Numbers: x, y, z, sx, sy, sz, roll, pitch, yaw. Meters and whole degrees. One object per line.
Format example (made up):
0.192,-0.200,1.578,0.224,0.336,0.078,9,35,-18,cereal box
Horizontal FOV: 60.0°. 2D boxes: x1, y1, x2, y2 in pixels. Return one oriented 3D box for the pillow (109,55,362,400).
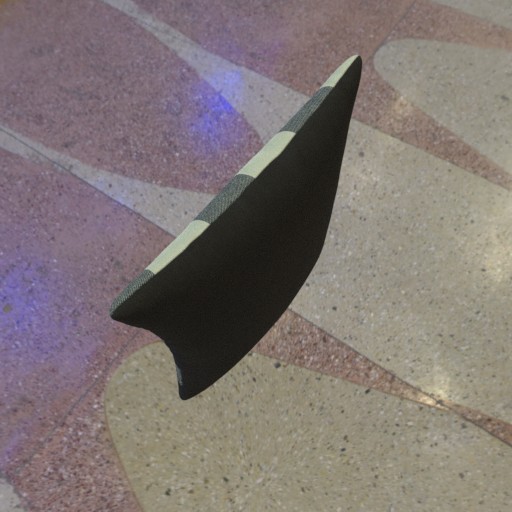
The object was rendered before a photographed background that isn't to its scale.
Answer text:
0.000,0.000,0.785,0.161,0.509,0.511,34,67,16,pillow
